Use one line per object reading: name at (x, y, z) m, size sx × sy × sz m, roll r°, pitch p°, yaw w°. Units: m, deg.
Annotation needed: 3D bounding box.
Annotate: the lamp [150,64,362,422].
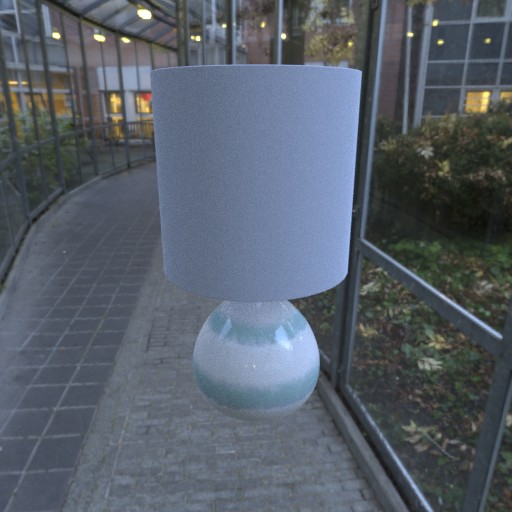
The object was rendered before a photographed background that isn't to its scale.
lamp at (0.000, 0.000, 0.529) m, size 0.217 × 0.404 × 0.217 m, roll 3°, pitch 19°, yaw 8°
